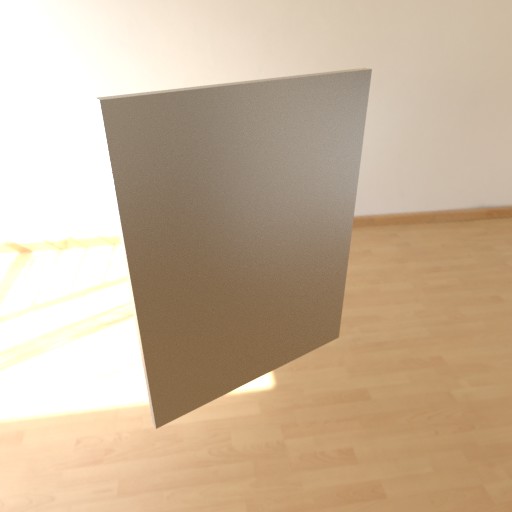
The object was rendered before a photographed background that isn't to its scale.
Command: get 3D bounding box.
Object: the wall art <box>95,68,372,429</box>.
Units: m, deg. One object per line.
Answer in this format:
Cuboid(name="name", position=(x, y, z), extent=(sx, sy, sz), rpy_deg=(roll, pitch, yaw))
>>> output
Cuboid(name="wall art", position=(0.000, 0.000, 1.408), extent=(0.816, 1.046, 0.030), rpy_deg=(-19, 35, -29))
